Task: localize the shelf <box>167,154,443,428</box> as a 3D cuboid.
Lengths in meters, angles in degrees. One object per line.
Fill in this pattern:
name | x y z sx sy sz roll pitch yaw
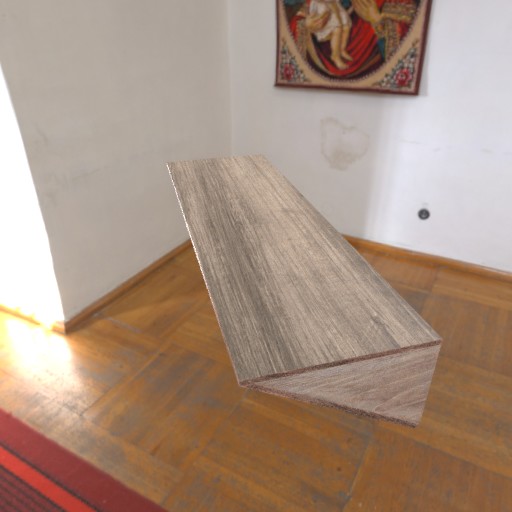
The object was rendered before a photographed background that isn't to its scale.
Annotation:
shelf | 0.000 0.000 0.684 0.200 0.125 0.610 -8 31 -13
